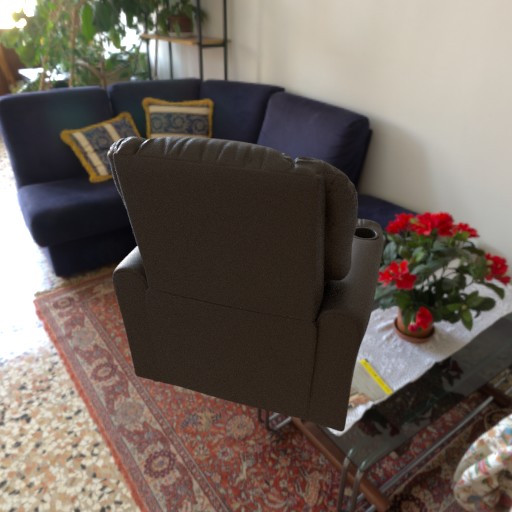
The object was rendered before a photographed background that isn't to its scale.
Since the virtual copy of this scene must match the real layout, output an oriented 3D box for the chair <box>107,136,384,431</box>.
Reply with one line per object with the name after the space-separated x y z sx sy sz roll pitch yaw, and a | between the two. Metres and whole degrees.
0.000 0.000 1.131 0.610 0.709 0.521 10 32 16 | chair
